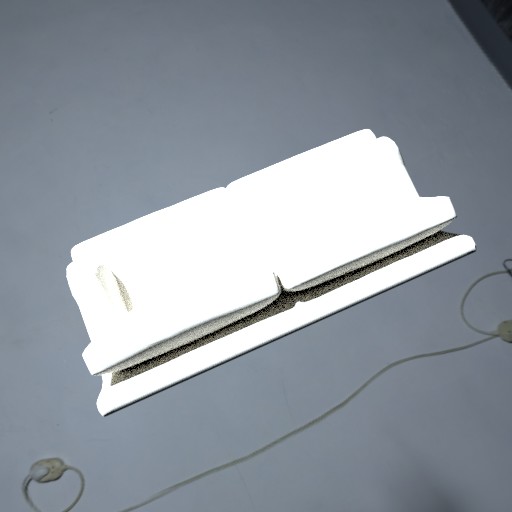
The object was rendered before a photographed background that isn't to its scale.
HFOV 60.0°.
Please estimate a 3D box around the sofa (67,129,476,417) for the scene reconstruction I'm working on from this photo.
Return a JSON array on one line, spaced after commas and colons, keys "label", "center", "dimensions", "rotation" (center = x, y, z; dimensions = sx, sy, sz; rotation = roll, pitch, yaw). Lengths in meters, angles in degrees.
[{"label": "sofa", "center": [0.000, 0.000, 2.770], "dimensions": [2.159, 1.087, 1.086], "rotation": [-23, 77, -6]}]
